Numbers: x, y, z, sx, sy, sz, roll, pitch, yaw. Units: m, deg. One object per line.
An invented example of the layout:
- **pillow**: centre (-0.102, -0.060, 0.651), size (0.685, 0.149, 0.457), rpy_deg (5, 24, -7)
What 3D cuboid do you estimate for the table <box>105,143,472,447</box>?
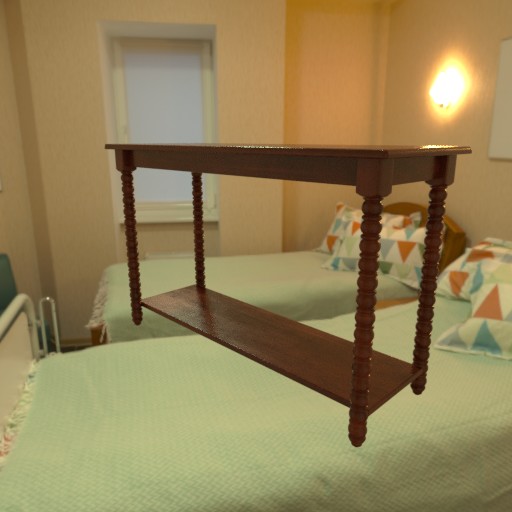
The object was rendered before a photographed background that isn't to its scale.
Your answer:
- **table**: centre (0.000, 0.000, 1.522), size (0.459, 0.740, 1.184), rpy_deg (-14, 21, -43)
